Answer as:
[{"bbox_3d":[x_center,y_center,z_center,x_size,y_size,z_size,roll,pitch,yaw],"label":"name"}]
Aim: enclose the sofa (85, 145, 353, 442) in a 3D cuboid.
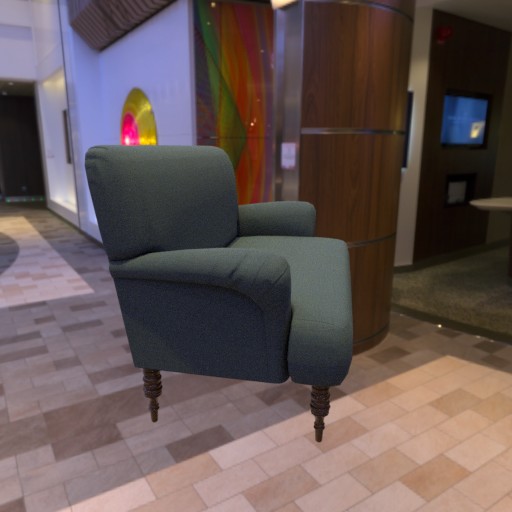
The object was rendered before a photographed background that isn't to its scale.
[{"bbox_3d":[0.000,0.000,1.832,0.779,0.889,1.297,3,14,11],"label":"sofa"}]
